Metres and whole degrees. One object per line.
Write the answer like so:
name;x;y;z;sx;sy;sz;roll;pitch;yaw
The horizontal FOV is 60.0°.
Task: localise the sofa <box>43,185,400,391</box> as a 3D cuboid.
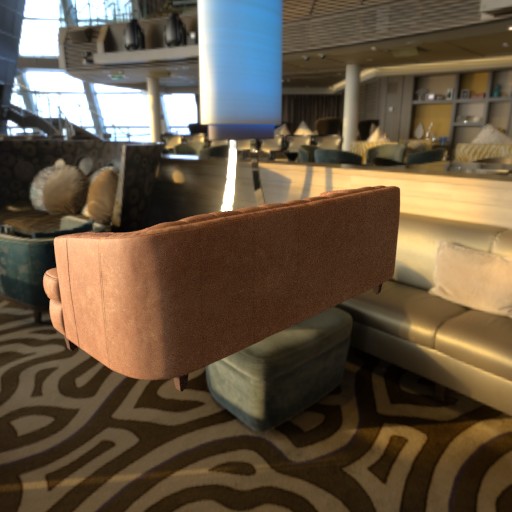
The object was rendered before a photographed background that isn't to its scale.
sofa;0.000;0.000;2.758;0.922;0.791;2.257;15;22;43
